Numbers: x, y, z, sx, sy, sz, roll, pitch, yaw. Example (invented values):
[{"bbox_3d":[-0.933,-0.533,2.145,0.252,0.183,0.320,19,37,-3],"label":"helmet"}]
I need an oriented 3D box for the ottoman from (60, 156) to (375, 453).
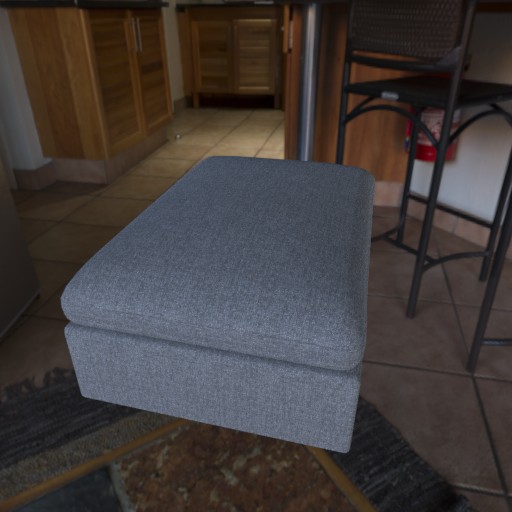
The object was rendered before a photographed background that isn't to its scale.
[{"bbox_3d":[0.000,0.000,1.441,0.711,0.483,1.041,7,31,12],"label":"ottoman"}]
